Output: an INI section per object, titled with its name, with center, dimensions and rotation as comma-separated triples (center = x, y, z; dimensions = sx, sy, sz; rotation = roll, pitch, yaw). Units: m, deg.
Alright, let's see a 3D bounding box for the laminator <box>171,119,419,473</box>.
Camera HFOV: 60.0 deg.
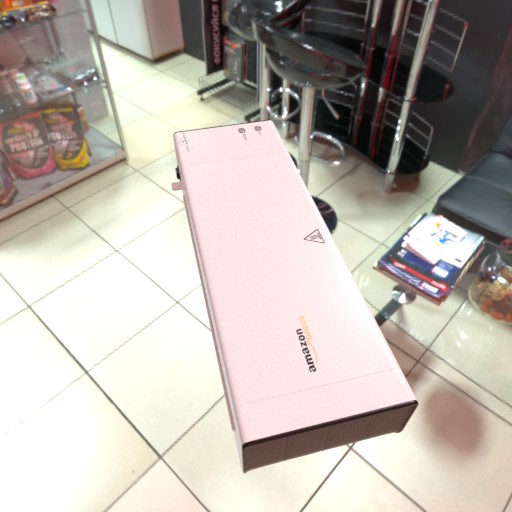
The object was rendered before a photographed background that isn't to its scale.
[laminator]
center = 0.000, 0.000, 0.395
dimensions = 0.123, 0.062, 0.340
rotation = -10, 48, -9
